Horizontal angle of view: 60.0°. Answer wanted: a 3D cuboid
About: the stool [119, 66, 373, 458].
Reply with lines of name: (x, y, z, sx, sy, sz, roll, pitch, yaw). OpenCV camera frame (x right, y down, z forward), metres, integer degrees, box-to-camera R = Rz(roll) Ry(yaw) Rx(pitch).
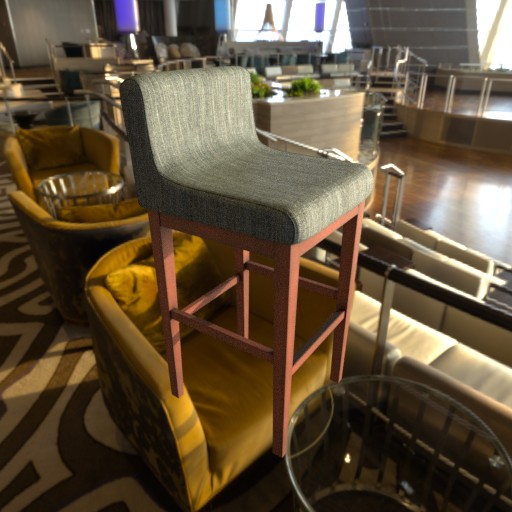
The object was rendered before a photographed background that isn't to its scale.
stool: (0.000, 0.000, 1.256, 0.499, 0.965, 0.426, 17, 32, 31)
